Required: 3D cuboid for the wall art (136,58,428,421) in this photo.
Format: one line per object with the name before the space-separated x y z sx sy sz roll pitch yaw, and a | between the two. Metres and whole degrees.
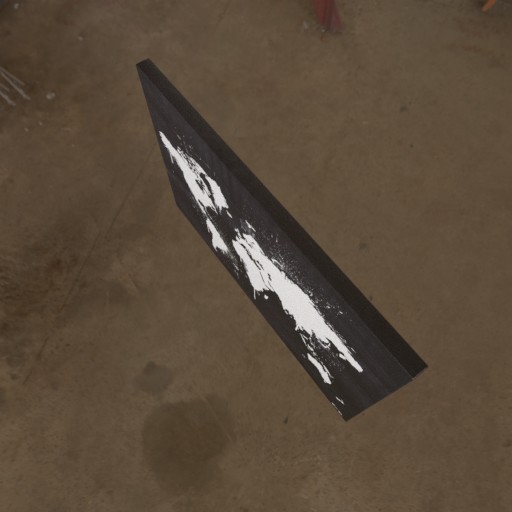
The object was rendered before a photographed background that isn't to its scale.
wall art | 0.000 0.000 1.161 0.038 0.612 0.912 -33 68 -15
